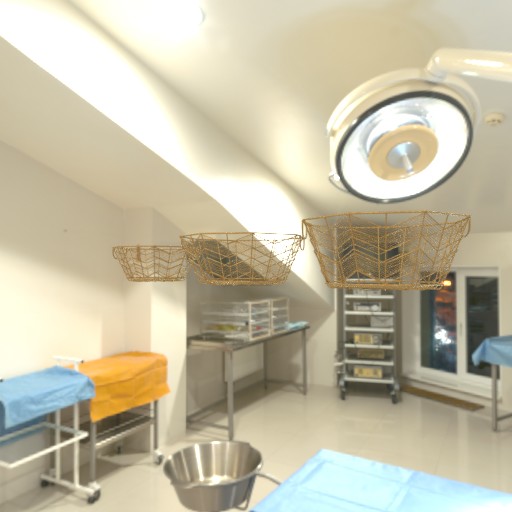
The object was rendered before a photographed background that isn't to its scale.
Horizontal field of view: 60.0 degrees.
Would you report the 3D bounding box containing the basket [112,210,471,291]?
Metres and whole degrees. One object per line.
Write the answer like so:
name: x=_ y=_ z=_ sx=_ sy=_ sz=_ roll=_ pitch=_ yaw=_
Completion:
basket: x=0.000 y=0.000 z=1.403 sx=1.245 sy=0.178 sz=0.432 roll=-1 pitch=-1 yaw=35
